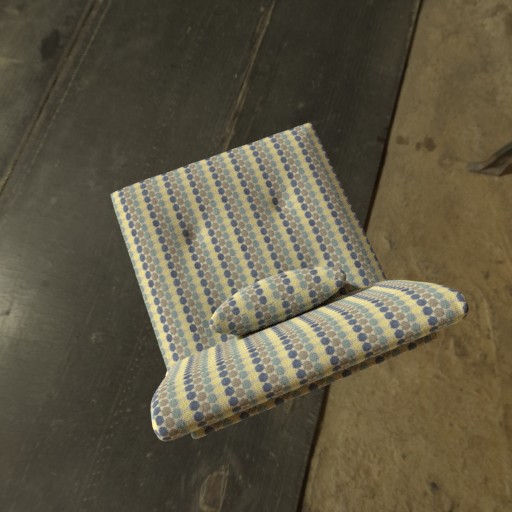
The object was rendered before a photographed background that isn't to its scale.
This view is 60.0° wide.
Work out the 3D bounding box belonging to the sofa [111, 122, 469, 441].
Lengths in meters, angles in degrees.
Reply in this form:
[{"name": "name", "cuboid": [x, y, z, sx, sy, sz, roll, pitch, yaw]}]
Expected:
[{"name": "sofa", "cuboid": [0.000, 0.000, 1.651, 0.930, 0.830, 1.000, -21, 76, -6]}]
